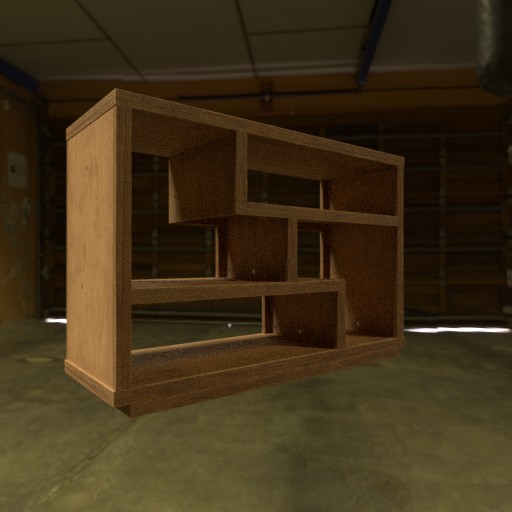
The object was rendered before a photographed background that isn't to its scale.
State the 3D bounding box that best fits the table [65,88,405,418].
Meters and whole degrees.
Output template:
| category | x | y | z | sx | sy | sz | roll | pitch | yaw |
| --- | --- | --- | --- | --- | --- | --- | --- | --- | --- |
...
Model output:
| category | x | y | z | sx | sy | sz | roll | pitch | yaw |
| --- | --- | --- | --- | --- | --- | --- | --- | --- | --- |
| table | 0.000 | 0.000 | 1.536 | 1.151 | 0.771 | 0.410 | 0 | 0 | -38 |
